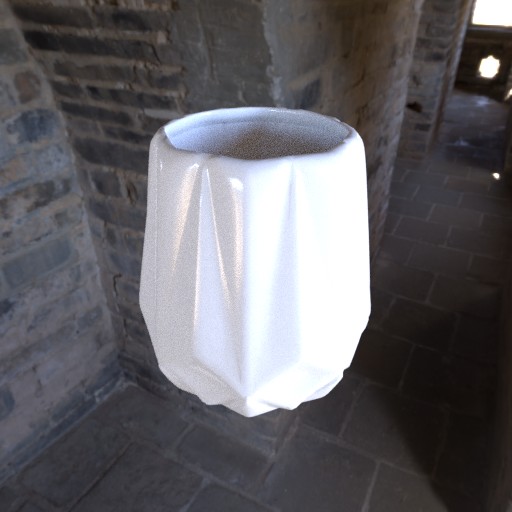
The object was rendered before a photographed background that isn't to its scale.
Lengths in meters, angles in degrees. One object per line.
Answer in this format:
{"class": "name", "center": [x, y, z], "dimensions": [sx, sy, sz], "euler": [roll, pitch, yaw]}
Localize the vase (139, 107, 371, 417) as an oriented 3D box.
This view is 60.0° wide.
{"class": "vase", "center": [0.000, 0.000, 0.263], "dimensions": [0.141, 0.152, 0.141], "euler": [0, 31, 0]}
